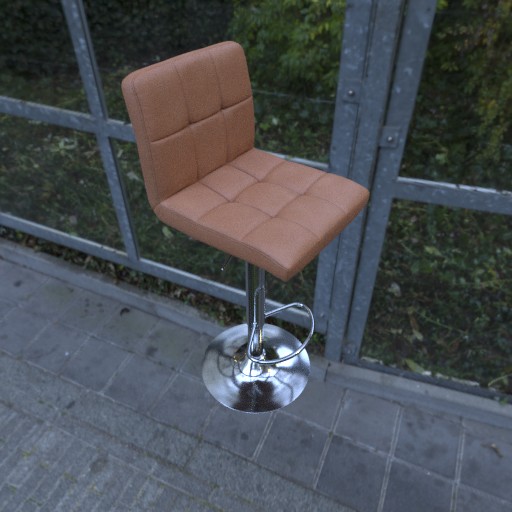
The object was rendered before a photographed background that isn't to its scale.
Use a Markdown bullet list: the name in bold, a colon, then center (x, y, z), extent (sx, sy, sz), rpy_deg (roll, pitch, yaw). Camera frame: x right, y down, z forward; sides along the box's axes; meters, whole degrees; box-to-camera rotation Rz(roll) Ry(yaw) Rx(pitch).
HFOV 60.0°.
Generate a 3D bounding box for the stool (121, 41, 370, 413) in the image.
- **stool**: center (0.000, 0.000, 1.383), extent (0.505, 1.115, 0.430), rpy_deg (26, 46, 28)
